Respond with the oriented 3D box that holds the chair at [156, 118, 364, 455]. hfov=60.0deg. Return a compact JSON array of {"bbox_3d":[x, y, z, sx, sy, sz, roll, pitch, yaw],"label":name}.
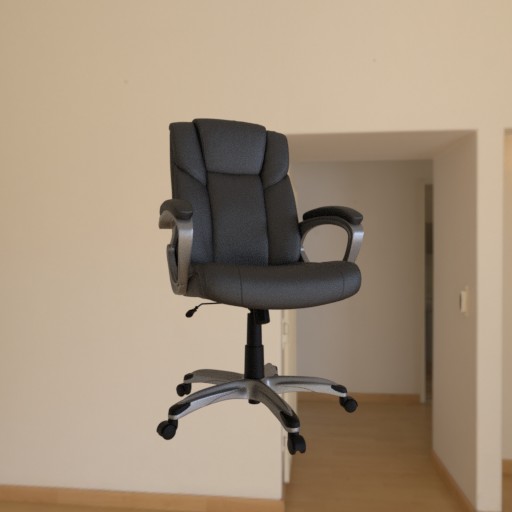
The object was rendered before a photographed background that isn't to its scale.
[{"bbox_3d":[0.000,0.000,1.579,0.721,1.130,0.719,0,0,-20],"label":"chair"}]
